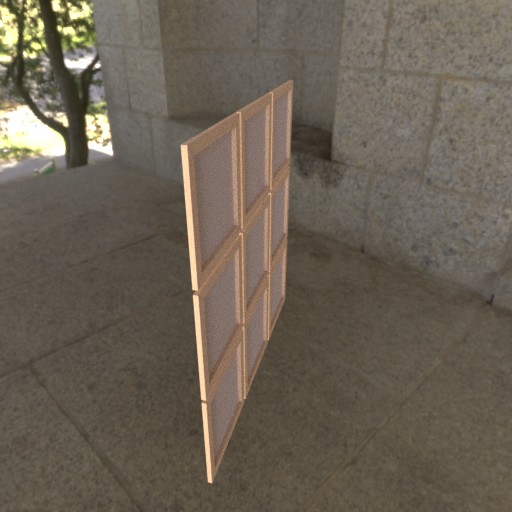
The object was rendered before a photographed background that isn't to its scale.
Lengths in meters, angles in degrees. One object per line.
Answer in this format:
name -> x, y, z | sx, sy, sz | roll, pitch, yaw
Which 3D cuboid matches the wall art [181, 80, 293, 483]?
wall art -> 0.000, 0.000, 1.810 | 0.016, 1.207, 1.217 | 8, 29, 14
